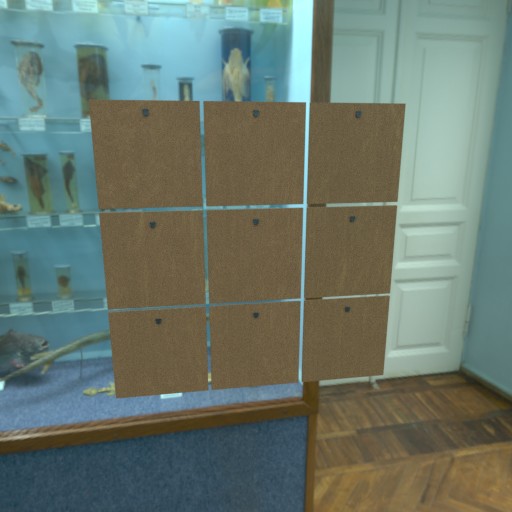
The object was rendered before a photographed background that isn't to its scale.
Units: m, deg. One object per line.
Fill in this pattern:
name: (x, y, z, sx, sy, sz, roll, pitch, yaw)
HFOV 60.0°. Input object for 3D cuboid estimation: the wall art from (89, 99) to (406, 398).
wall art: (0.000, 0.000, 2.308, 1.526, 1.522, 0.023, -2, 15, -9)
